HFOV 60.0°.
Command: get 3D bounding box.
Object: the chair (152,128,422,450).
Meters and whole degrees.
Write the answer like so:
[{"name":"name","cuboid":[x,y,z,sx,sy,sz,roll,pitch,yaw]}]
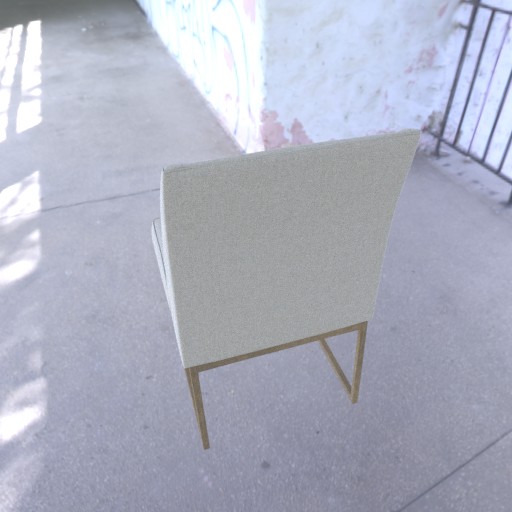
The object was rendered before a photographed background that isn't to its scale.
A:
[{"name":"chair","cuboid":[0.000,0.000,1.192,0.508,0.863,0.522,-12,42,-14]}]
